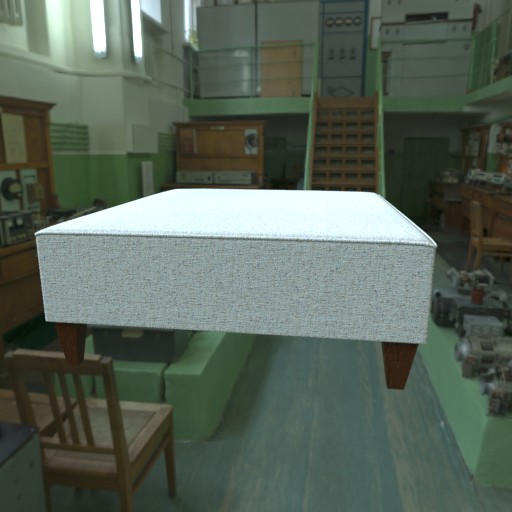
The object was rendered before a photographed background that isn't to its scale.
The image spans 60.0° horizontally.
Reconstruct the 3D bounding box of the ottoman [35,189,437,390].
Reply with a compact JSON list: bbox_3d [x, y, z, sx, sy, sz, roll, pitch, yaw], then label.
[{"bbox_3d":[0.000,0.000,1.221,0.736,0.303,0.835,2,14,8],"label":"ottoman"}]
